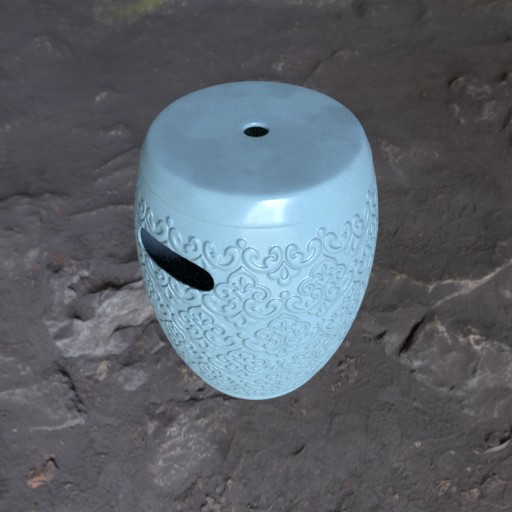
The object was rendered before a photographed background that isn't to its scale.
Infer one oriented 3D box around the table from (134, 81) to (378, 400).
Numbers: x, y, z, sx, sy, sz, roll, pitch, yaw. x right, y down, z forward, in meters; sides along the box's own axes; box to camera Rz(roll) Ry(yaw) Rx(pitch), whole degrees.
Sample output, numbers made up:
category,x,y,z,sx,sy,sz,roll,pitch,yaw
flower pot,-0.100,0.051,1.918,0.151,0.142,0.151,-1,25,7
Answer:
category,x,y,z,sx,sy,sz,roll,pitch,yaw
table,0.000,0.000,0.615,0.309,0.397,0.309,0,47,0
